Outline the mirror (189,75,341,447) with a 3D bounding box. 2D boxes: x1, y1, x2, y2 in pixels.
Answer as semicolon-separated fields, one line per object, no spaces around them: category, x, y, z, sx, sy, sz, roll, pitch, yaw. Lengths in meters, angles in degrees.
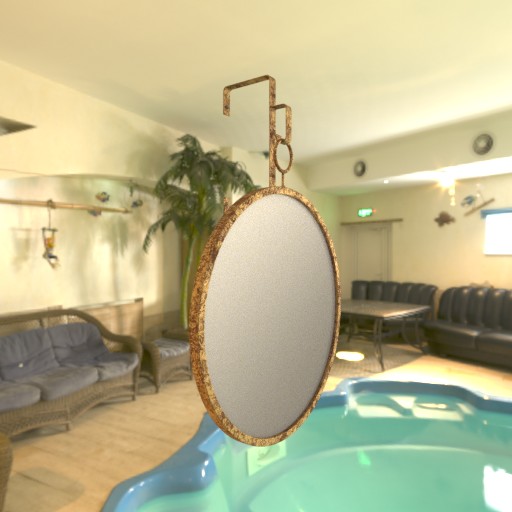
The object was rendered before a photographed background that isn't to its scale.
mirror;0.000;0.000;0.823;0.144;0.651;0.447;0;1;36
